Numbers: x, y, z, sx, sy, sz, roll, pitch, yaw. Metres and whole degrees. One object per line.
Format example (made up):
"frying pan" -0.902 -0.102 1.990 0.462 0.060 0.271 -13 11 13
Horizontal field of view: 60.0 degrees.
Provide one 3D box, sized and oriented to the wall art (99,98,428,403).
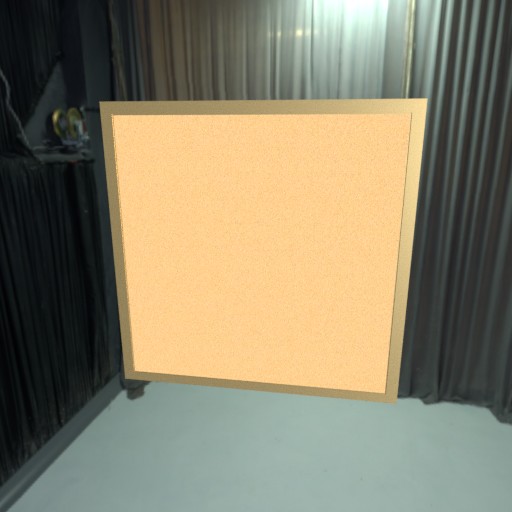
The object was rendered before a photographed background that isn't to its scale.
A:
"wall art" 0.000 0.000 1.941 1.284 1.284 0.095 3 16 9
